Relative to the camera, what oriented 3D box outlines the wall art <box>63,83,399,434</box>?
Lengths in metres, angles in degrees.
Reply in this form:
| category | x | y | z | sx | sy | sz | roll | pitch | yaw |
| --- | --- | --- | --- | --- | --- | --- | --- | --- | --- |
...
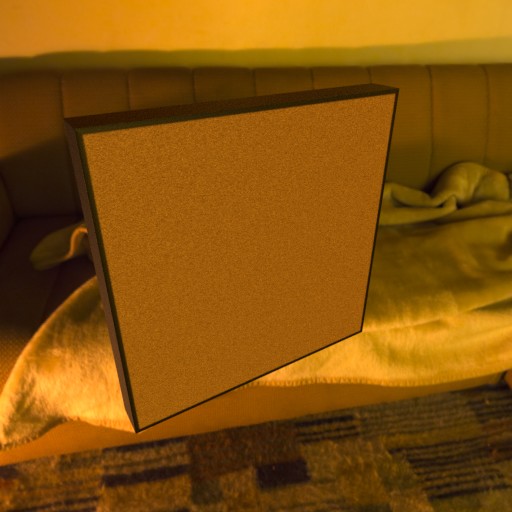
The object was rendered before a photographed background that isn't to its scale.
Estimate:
| category | x | y | z | sx | sy | sz | roll | pitch | yaw |
| --- | --- | --- | --- | --- | --- | --- | --- | --- | --- |
| wall art | 0.000 | 0.000 | 0.451 | 0.304 | 0.303 | 0.037 | -17 | 34 | -27 |
